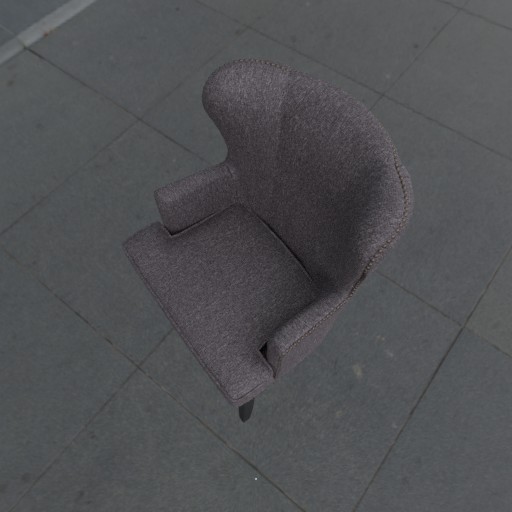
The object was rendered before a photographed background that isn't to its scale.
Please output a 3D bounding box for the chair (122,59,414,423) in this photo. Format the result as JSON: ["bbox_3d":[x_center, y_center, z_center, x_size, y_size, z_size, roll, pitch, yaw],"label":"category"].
[{"bbox_3d":[0.000,0.000,1.607,0.758,1.060,0.759,-34,68,-16],"label":"chair"}]
